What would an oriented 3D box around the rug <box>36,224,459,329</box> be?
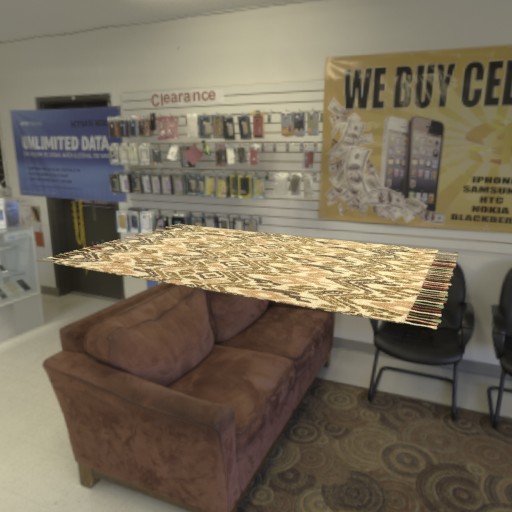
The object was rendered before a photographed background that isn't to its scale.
[{"bbox_3d":[0.000,0.000,2.984,2.438,0.008,1.524,7,16,26],"label":"rug"}]
